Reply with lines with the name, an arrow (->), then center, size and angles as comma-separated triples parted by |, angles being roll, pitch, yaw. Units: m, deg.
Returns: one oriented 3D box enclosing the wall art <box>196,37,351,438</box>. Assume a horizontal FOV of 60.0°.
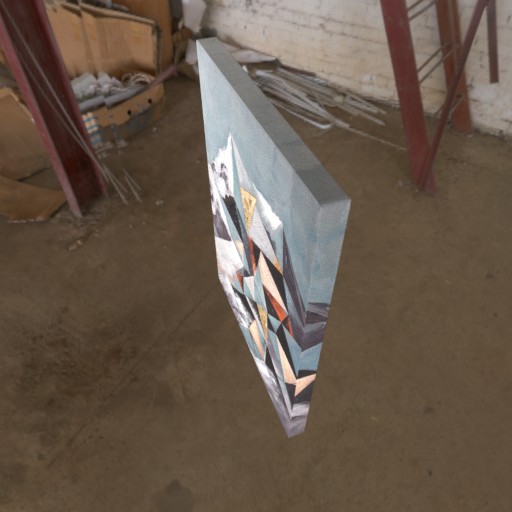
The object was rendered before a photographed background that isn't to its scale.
wall art -> 0.000, 0.000, 0.817 | 0.037, 0.613, 0.455 | -16, 49, -14
